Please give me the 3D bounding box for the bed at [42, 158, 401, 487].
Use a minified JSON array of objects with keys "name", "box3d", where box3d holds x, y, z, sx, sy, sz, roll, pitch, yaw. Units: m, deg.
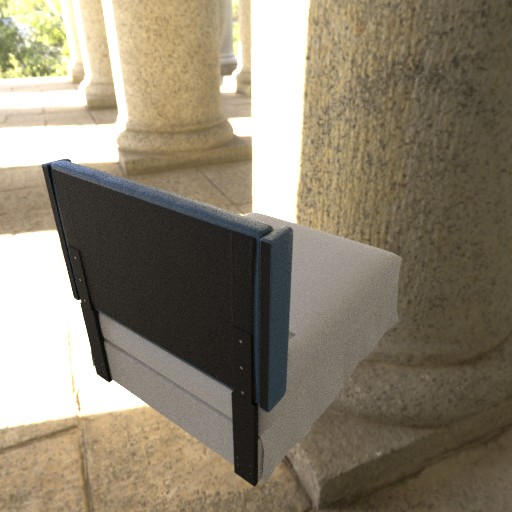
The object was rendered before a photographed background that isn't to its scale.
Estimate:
[{"name":"bed","box3d":[0.000,0.000,3.330,1.719,1.665,2.078,20,35,32]}]
